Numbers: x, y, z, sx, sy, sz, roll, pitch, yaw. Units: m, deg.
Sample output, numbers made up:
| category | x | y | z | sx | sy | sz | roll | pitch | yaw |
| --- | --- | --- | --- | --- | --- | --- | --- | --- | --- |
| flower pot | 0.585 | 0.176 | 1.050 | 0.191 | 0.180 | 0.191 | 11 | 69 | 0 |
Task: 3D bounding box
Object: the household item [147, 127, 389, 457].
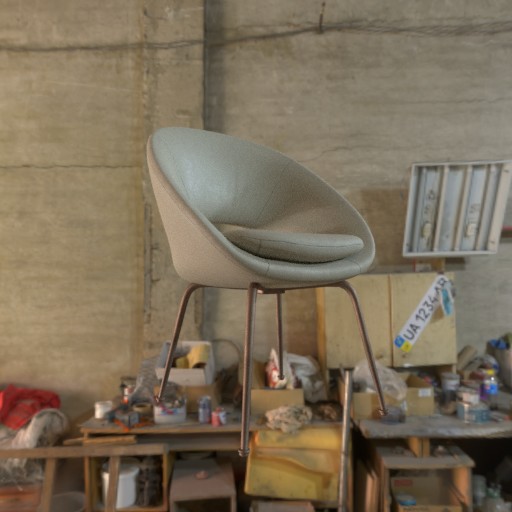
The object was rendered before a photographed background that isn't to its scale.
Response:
| category | x | y | z | sx | sy | sz | roll | pitch | yaw |
| --- | --- | --- | --- | --- | --- | --- | --- | --- | --- |
| household item | 0.000 | 0.000 | 1.282 | 0.623 | 0.852 | 0.573 | 1 | -2 | -35 |
